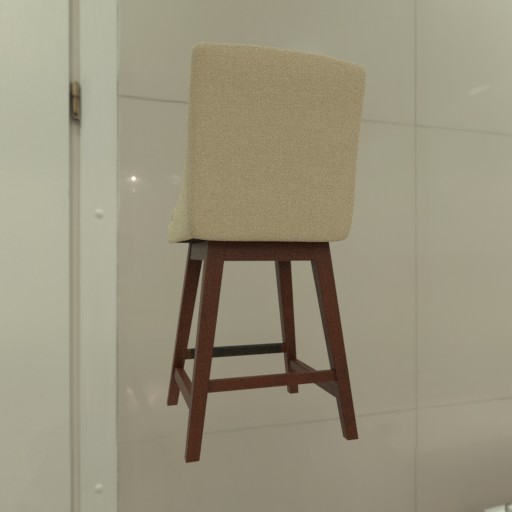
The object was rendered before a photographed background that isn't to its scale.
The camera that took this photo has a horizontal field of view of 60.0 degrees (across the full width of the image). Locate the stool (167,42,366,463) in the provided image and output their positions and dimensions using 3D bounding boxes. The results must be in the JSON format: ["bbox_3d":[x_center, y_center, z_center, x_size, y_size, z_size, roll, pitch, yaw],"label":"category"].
[{"bbox_3d":[0.000,0.000,1.312,0.469,0.991,0.559,0,0,-17],"label":"stool"}]
